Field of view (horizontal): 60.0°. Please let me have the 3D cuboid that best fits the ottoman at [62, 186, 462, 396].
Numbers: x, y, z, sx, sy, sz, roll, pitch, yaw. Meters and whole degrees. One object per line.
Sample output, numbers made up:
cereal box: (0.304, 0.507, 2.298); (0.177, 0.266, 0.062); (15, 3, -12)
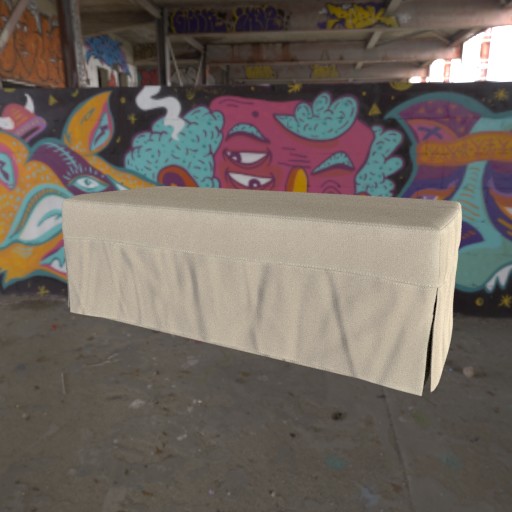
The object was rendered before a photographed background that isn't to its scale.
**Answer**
ottoman: (0.000, 0.000, 1.673); (1.388, 0.457, 0.665); (7, 16, 27)
